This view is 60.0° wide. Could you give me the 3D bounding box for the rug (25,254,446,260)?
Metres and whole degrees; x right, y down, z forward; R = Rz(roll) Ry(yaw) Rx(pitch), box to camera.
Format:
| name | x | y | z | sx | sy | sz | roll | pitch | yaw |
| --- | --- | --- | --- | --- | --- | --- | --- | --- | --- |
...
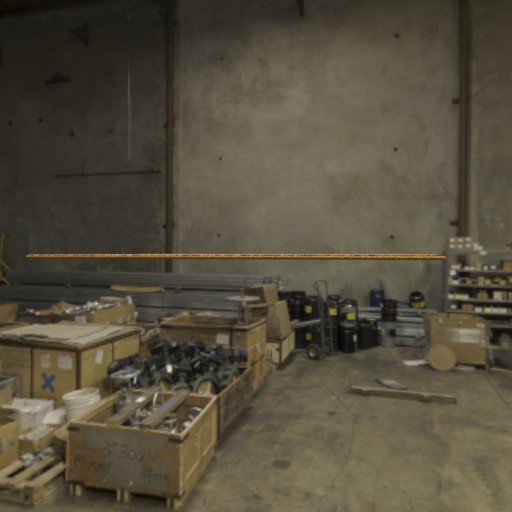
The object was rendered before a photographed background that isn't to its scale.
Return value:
| name | x | y | z | sx | sy | sz | roll | pitch | yaw |
| --- | --- | --- | --- | --- | --- | --- | --- | --- | --- |
| rug | 0.000 | 0.000 | 4.179 | 3.040 | 0.031 | 2.435 | 0 | 0 | 17 |
